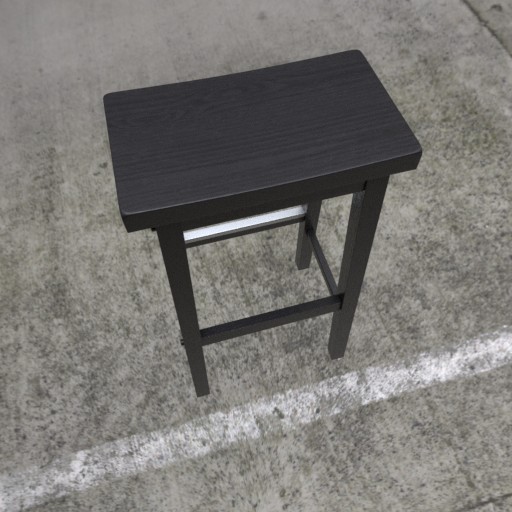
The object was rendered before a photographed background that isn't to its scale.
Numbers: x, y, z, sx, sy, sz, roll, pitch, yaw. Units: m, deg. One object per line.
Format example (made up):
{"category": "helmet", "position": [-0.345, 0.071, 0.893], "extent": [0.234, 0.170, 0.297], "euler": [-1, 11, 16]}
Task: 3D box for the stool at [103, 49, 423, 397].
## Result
{"category": "stool", "position": [0.000, 0.000, 0.939], "extent": [0.406, 0.742, 0.322], "euler": [-13, 60, -8]}
